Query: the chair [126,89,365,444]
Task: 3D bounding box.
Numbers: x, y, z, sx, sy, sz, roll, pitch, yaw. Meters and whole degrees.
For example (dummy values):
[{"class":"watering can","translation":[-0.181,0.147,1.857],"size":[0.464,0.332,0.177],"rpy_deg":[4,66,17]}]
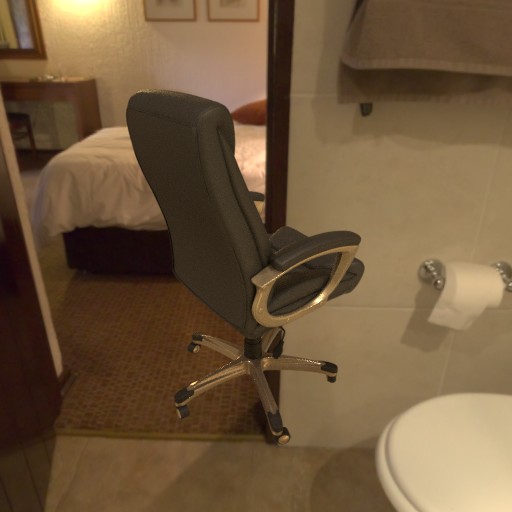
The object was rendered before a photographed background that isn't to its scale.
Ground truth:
[{"class":"chair","translation":[0.000,0.000,1.660],"size":[0.748,1.188,0.694],"rpy_deg":[-17,31,-31]}]
